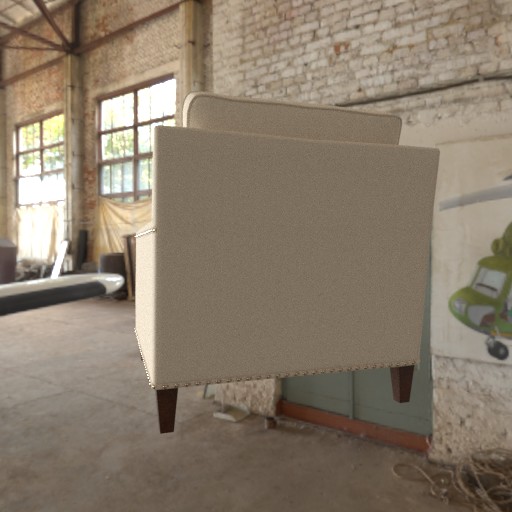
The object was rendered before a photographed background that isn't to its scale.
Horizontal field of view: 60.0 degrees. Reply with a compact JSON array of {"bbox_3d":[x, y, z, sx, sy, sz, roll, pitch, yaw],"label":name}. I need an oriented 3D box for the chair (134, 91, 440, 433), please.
[{"bbox_3d":[0.000,0.000,1.684,0.853,0.943,1.014,0,1,-18],"label":"chair"}]
